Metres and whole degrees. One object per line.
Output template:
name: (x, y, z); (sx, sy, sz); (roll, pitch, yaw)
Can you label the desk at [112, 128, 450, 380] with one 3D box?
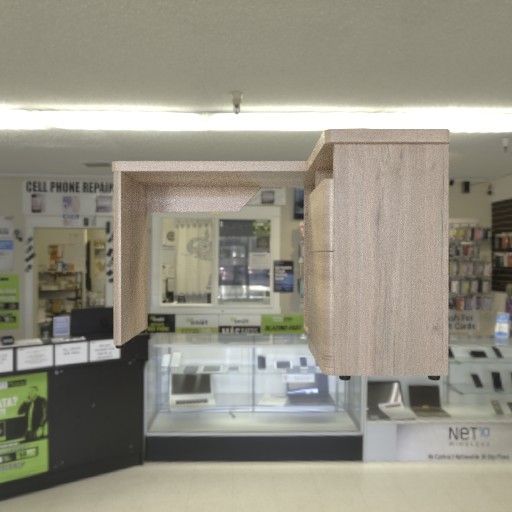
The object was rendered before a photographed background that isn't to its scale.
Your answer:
desk: (0.000, 0.000, 1.765); (1.169, 0.760, 0.900); (0, 0, 0)
